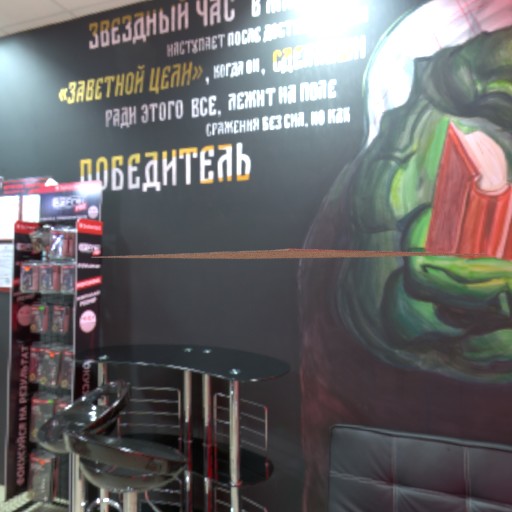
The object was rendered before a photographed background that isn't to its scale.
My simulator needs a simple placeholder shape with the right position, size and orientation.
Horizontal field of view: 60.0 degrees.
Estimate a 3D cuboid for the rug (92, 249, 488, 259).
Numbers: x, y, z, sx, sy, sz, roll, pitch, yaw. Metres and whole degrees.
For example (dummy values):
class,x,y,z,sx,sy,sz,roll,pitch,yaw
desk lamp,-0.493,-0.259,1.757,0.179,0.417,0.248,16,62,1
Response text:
class,x,y,z,sx,sy,sz,roll,pitch,yaw
rug,0.000,0.000,3.074,1.522,0.012,2.440,1,-1,-37
